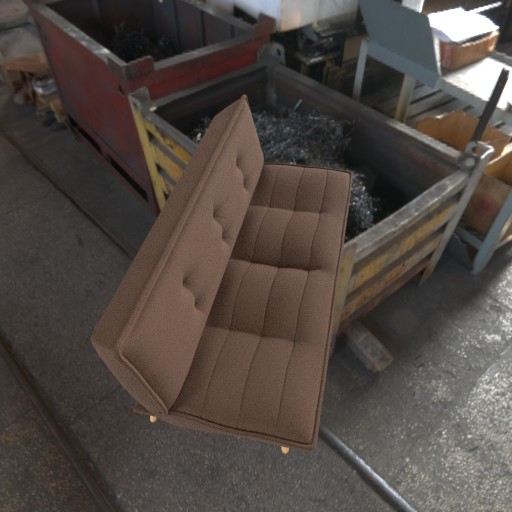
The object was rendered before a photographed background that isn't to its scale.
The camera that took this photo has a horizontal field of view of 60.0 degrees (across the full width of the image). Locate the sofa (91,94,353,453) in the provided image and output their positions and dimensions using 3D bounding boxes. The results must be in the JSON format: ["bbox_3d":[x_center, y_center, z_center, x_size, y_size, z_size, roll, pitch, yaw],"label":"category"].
[{"bbox_3d":[0.000,0.000,2.487,0.950,0.890,1.940,10,48,9],"label":"sofa"}]
